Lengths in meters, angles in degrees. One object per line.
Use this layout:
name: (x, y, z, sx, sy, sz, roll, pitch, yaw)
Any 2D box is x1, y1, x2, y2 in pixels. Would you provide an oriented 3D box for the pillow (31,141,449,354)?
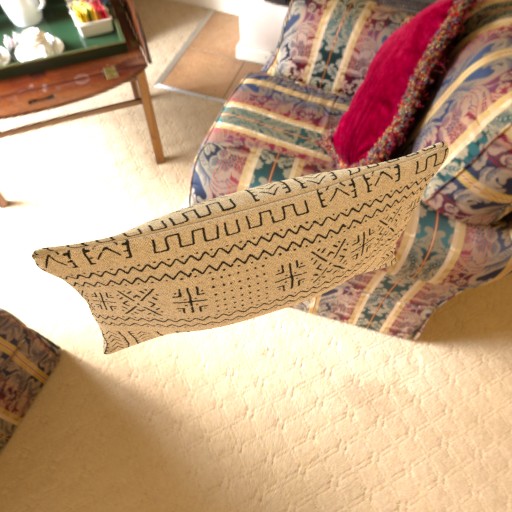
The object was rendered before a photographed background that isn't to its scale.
pillow: (0.000, 0.000, 0.780, 0.637, 0.352, 0.188, -16, 59, -10)
